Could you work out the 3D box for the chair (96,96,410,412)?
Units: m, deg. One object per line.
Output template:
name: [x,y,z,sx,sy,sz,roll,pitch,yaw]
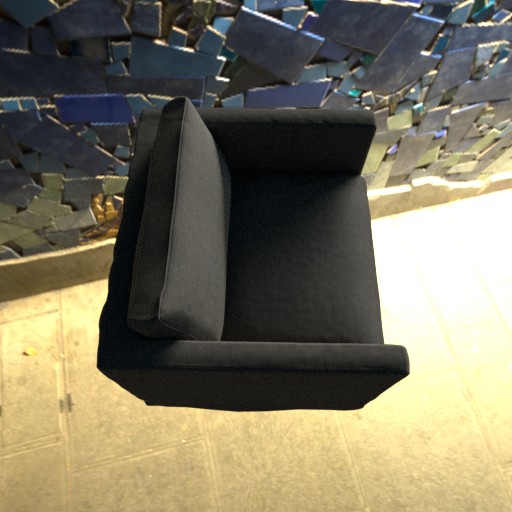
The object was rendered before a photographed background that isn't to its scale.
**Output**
chair: [0.000,0.000,1.742,0.949,0.863,1.057,1,63,1]
